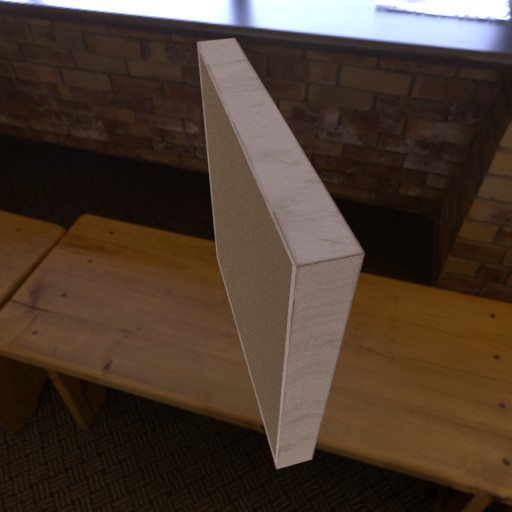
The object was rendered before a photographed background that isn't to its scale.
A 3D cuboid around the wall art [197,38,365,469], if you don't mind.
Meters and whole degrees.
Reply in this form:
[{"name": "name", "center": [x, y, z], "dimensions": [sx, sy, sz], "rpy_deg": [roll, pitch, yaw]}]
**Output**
[{"name": "wall art", "center": [0.000, 0.000, 0.441], "dimensions": [0.038, 0.303, 0.305], "rpy_deg": [-11, 47, -10]}]
